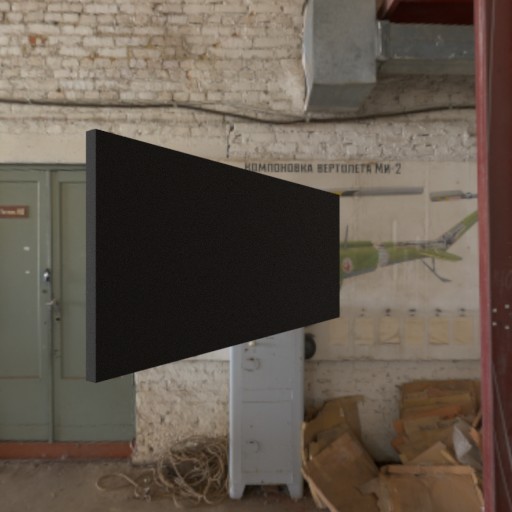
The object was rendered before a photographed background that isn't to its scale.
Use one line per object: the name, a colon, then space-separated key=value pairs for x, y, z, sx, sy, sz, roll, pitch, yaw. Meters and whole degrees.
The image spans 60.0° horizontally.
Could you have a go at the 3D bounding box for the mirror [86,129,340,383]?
mirror: x=0.000 y=0.000 z=1.864 sx=0.047 sy=0.692 sz=1.584 roll=0 pitch=0 yaw=35
